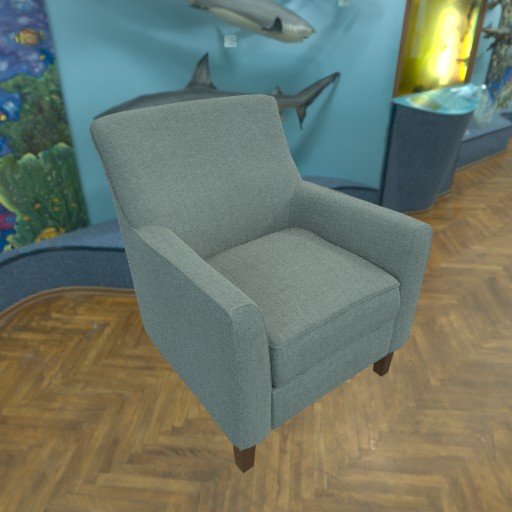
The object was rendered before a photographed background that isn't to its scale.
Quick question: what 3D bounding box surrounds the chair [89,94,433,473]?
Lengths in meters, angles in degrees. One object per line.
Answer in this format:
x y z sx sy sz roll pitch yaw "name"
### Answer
0.000 0.000 1.761 0.887 1.047 0.993 -21 36 -32 "chair"
